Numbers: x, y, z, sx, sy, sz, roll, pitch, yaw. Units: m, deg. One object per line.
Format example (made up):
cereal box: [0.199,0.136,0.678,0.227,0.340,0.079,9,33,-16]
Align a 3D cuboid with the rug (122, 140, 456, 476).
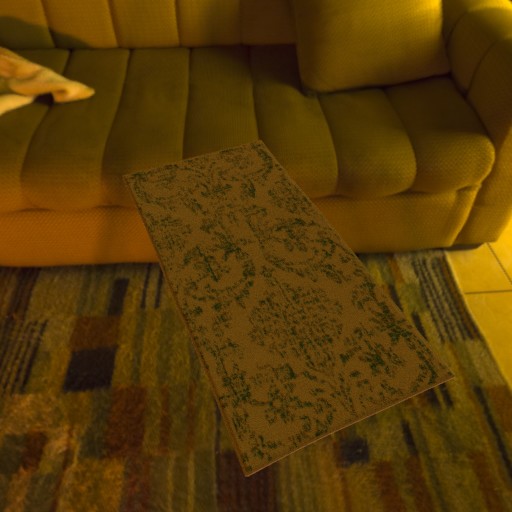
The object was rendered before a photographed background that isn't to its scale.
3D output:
rug: [0.000,0.000,1.457,0.605,0.007,1.220,-19,50,-16]
